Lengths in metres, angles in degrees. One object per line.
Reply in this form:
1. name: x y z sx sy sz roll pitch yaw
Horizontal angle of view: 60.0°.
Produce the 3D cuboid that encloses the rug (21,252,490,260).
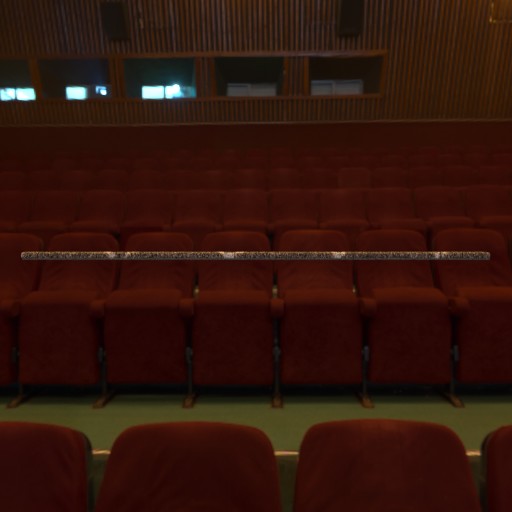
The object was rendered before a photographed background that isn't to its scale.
1. rug: 0.000 0.000 2.276 1.778 0.030 1.219 0 0 0
